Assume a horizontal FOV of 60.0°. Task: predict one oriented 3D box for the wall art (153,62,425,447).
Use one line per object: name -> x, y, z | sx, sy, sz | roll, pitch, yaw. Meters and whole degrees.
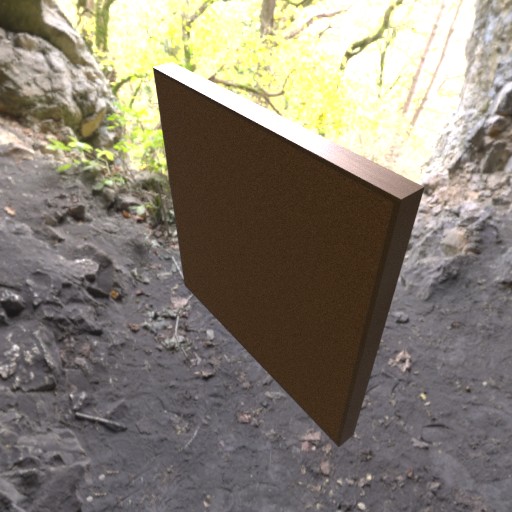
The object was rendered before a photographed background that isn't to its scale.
wall art -> 0.000, 0.000, 0.766 | 0.038, 0.511, 0.513 | -27, 47, -28
